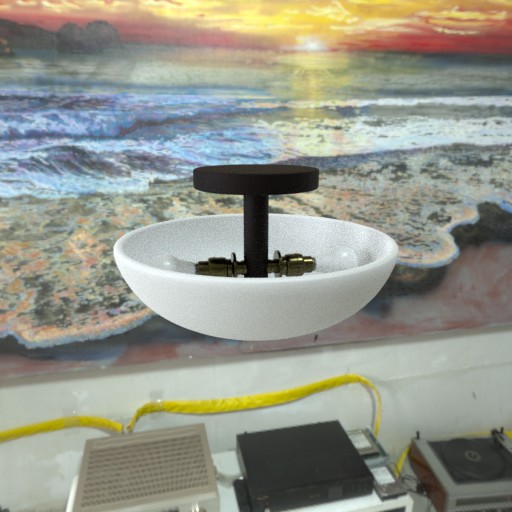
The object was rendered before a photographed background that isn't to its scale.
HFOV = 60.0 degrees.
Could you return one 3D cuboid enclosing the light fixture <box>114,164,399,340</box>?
[{"bbox_3d":[0.000,0.000,0.544,0.331,0.212,0.331,0,16,0],"label":"light fixture"}]
